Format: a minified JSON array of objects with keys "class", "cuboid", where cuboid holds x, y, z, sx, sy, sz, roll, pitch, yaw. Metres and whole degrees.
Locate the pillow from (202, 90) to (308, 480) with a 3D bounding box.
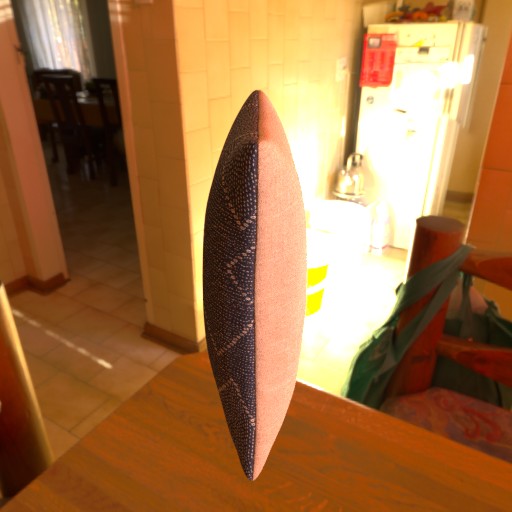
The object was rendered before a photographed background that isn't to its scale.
[{"class":"pillow","cuboid":[0.000,0.000,0.665,0.148,0.428,0.435,0,26,0]}]
